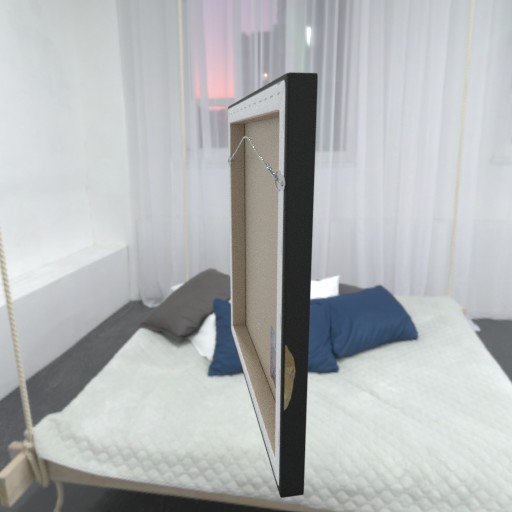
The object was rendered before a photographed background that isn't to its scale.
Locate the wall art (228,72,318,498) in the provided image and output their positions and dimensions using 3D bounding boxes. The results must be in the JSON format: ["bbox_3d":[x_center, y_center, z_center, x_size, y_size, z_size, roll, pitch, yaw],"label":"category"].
[{"bbox_3d":[0.000,0.000,0.892,0.043,0.611,0.610,-3,15,-10],"label":"wall art"}]
